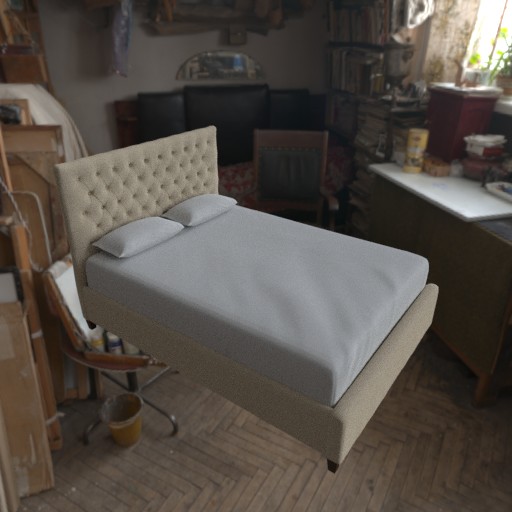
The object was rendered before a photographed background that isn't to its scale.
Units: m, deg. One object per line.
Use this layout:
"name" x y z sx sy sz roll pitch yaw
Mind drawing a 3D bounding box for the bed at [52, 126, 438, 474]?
"bed" 0.000 0.000 3.409 2.387 1.427 1.698 19 33 32
